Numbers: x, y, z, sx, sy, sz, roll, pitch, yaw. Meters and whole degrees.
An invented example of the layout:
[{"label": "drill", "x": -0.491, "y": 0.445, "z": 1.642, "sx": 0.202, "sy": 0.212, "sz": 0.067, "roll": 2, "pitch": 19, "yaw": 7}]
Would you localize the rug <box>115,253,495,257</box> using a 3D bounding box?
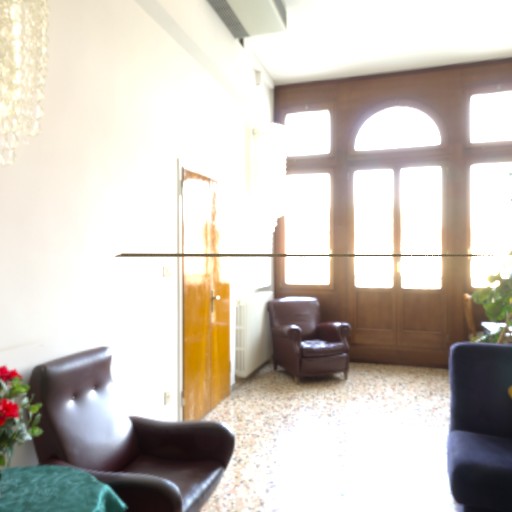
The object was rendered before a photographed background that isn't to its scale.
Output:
[{"label": "rug", "x": 0.000, "y": 0.000, "z": 4.072, "sx": 2.438, "sy": 0.013, "sz": 3.048, "roll": 0, "pitch": 0, "yaw": -18}]
